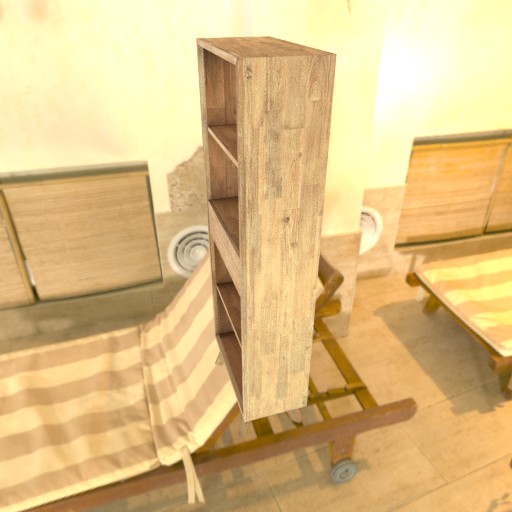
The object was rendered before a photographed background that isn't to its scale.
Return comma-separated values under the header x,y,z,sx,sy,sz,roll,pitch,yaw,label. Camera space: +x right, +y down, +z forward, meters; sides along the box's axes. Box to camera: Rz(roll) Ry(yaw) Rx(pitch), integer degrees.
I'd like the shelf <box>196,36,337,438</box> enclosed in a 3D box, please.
x,y,z,sx,sy,sz,roll,pitch,yaw,label
0.000,0.000,1.553,0.267,1.342,0.491,-9,32,-15,shelf
